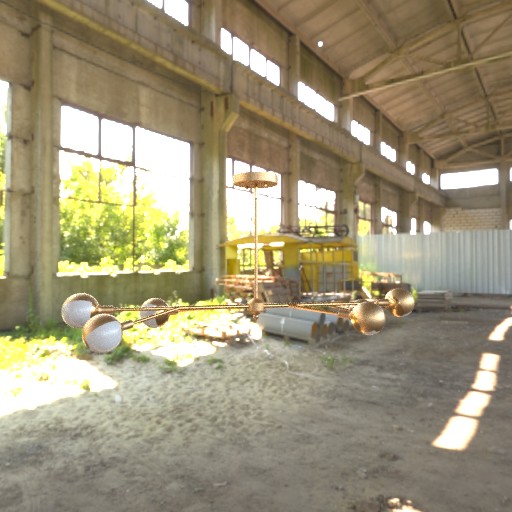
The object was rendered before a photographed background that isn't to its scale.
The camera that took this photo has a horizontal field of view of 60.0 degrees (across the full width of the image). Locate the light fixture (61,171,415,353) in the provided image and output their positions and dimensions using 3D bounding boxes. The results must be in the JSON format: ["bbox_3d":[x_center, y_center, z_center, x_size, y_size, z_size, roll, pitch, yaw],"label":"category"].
[{"bbox_3d":[0.000,0.000,0.997,0.778,0.362,0.434,0,-1,0],"label":"light fixture"}]
